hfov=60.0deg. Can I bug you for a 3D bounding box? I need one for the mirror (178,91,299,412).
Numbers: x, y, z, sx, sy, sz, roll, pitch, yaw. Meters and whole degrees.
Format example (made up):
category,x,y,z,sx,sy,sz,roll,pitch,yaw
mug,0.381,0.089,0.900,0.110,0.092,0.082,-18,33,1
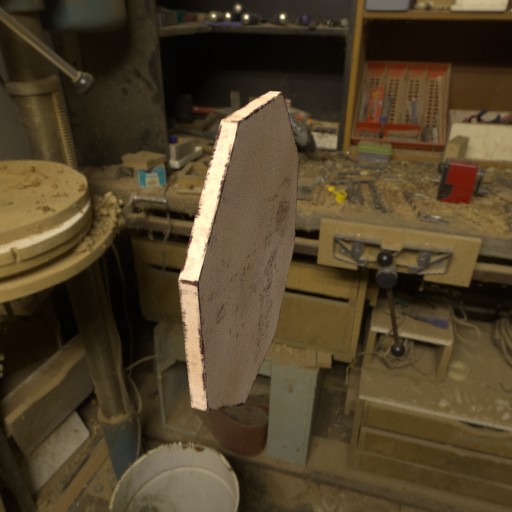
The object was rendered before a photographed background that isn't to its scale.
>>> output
category,x,y,z,sx,sy,sz,roll,pitch,yaw
mirror,0.000,0.000,0.979,0.031,0.648,0.648,9,32,15
